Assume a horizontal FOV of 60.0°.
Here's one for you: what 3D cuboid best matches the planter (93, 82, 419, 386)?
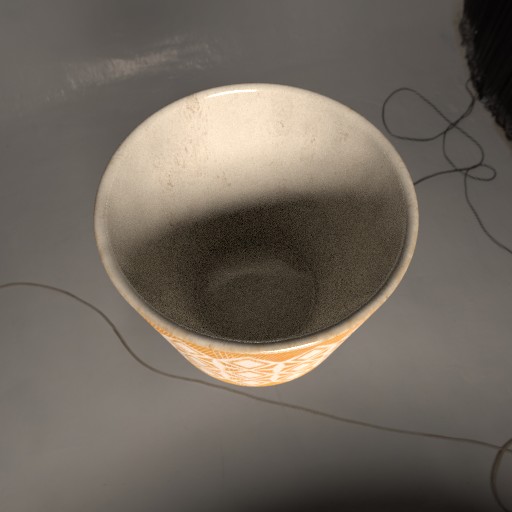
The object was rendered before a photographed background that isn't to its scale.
[{"bbox_3d":[0.000,0.000,0.220,0.126,0.104,0.126,0,62,0],"label":"planter"}]
